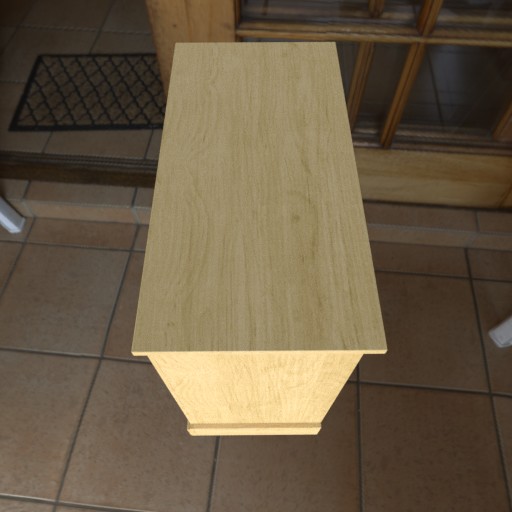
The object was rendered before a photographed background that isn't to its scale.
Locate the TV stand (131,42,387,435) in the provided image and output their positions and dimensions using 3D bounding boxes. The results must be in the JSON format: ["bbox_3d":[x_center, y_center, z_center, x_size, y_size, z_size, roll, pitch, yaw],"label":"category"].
[{"bbox_3d":[0.000,0.000,1.292,0.430,0.787,0.851,0,59,0],"label":"TV stand"}]
